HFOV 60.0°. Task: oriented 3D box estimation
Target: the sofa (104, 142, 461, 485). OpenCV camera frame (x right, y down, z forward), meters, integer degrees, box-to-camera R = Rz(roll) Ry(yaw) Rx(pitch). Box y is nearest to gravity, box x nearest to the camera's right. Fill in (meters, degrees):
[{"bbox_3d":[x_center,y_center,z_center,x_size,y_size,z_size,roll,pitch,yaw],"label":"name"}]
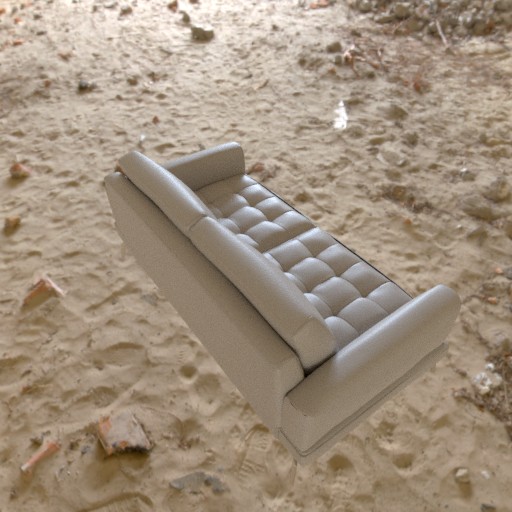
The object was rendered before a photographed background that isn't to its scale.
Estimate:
[{"bbox_3d":[0.000,0.000,2.723,1.121,0.930,2.177,-26,48,-26],"label":"sofa"}]
